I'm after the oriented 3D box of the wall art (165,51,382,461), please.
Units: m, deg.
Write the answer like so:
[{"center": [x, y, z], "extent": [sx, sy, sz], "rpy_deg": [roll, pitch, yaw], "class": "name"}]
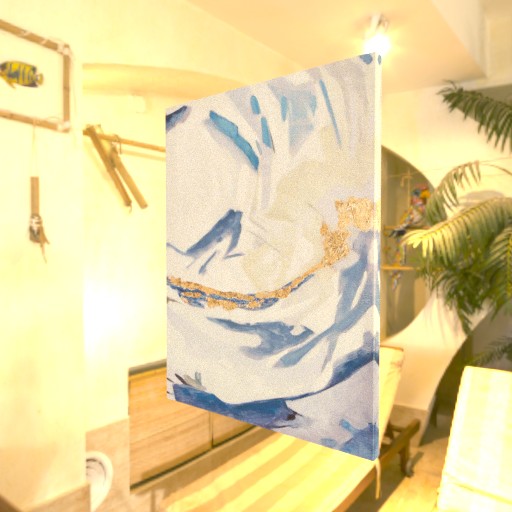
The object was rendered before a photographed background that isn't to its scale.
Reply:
[{"center": [0.000, 0.000, 1.334], "extent": [0.761, 1.015, 0.038], "rpy_deg": [1, 2, 37], "class": "wall art"}]
